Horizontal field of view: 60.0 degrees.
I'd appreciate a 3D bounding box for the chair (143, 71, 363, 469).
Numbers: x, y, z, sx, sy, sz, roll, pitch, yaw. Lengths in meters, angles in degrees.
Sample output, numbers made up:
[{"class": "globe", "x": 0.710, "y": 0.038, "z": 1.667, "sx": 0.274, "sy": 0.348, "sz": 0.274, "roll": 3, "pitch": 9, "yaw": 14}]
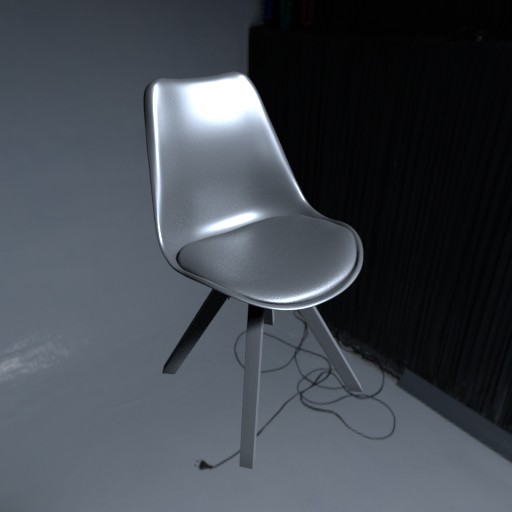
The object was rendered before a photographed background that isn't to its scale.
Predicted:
[{"class": "chair", "x": 0.000, "y": 0.000, "z": 1.173, "sx": 0.485, "sy": 0.850, "sz": 0.530, "roll": -21, "pitch": 35, "yaw": -32}]
